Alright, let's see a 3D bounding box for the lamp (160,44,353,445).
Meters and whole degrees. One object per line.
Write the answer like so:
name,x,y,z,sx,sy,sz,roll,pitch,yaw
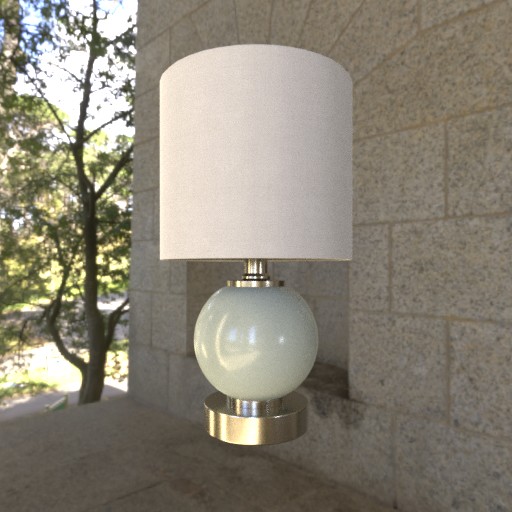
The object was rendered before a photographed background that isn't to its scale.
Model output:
lamp,0.000,0.000,0.468,0.201,0.353,0.201,0,-2,18
